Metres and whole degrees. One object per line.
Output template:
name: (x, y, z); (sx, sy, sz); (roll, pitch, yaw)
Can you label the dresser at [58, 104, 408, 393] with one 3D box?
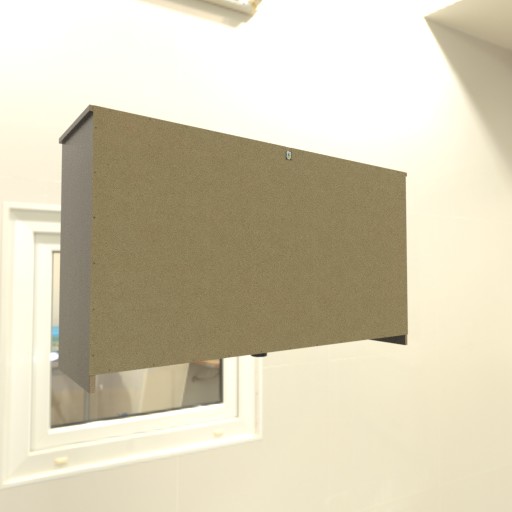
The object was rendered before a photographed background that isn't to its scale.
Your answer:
dresser: (0.000, 0.000, 1.707); (1.360, 0.755, 0.401); (2, -3, -36)
